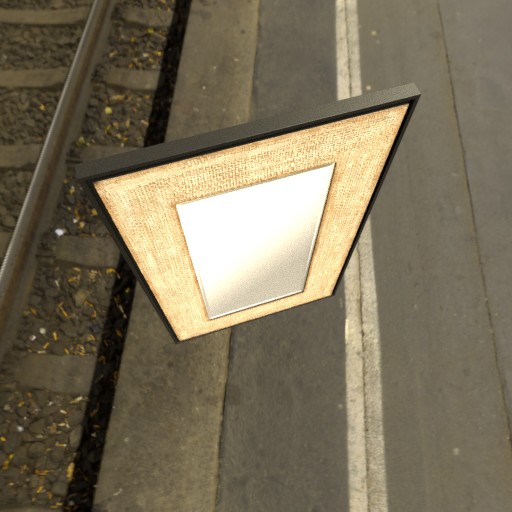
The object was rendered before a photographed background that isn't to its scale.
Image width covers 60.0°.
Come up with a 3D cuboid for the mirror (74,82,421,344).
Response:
[{"bbox_3d":[0.000,0.000,1.488,0.762,1.219,0.038,-16,64,-8],"label":"mirror"}]
